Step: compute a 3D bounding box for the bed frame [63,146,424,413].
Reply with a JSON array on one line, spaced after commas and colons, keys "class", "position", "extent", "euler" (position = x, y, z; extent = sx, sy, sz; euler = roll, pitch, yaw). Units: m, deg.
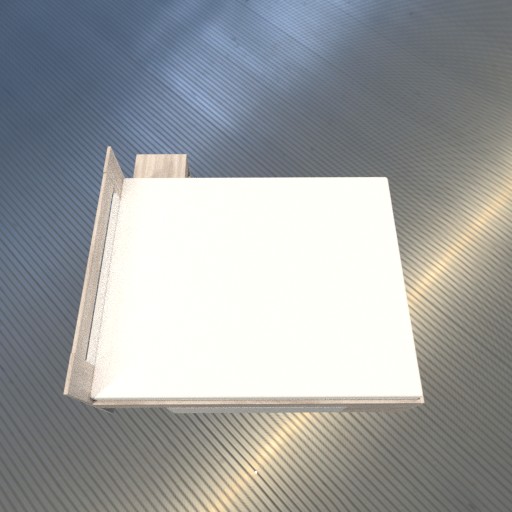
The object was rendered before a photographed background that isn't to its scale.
[{"class": "bed frame", "position": [0.000, 0.000, 3.181], "extent": [2.050, 0.860, 2.040], "euler": [0, 64, 0]}]
